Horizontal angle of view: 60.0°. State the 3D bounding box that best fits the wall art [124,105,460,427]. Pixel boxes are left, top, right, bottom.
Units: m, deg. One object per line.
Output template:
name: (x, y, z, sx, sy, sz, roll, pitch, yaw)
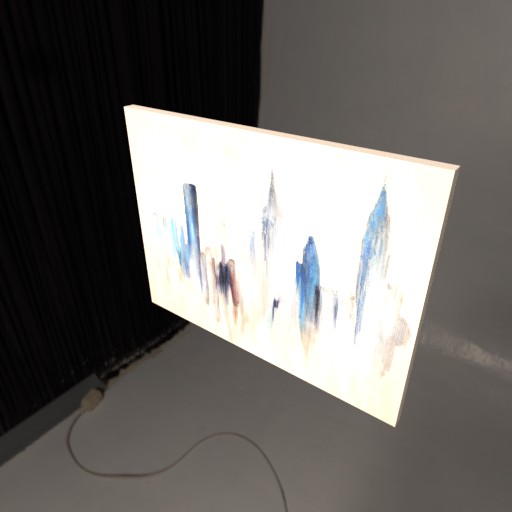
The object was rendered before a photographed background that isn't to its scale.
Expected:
wall art: (0.000, 0.000, 1.349, 1.016, 0.762, 0.038, 20, 36, 31)
